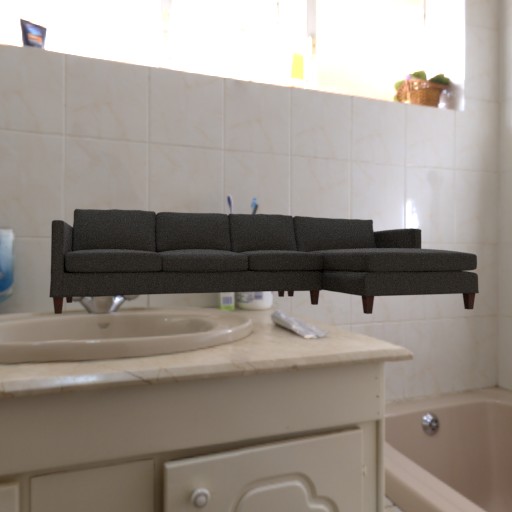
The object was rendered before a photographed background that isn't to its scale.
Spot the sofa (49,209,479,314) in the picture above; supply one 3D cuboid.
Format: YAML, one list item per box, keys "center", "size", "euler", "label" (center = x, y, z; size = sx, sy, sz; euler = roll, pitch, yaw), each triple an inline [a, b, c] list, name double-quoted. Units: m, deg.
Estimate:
- center: [0.000, 0.000, 3.769]
  size: [3.186, 0.846, 1.625]
  euler: [0, 0, -18]
  label: "sofa"
